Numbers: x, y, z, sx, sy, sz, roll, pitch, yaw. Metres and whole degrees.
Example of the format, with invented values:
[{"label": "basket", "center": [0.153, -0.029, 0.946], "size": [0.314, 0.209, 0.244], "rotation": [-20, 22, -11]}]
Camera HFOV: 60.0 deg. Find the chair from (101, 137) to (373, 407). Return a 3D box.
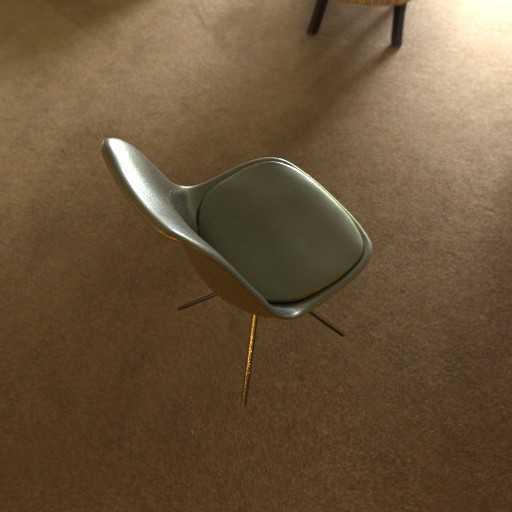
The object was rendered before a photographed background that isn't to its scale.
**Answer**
[{"label": "chair", "center": [0.000, 0.000, 1.152], "size": [0.525, 0.850, 0.461], "rotation": [-30, 62, -18]}]
